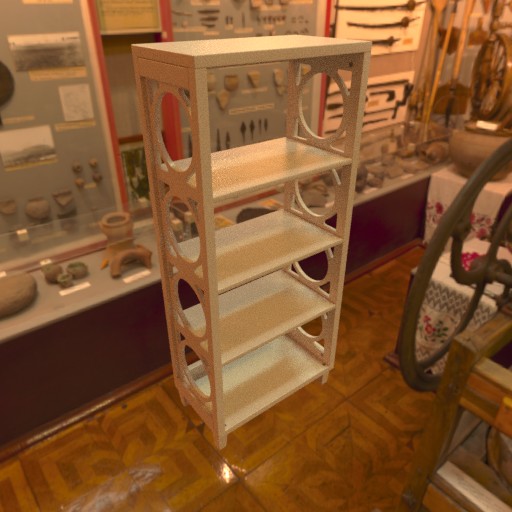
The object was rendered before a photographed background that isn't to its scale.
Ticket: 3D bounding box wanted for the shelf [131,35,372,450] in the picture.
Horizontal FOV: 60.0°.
[{"bbox_3d":[0.000,0.000,1.622,0.611,1.411,0.340,-21,36,-32],"label":"shelf"}]
